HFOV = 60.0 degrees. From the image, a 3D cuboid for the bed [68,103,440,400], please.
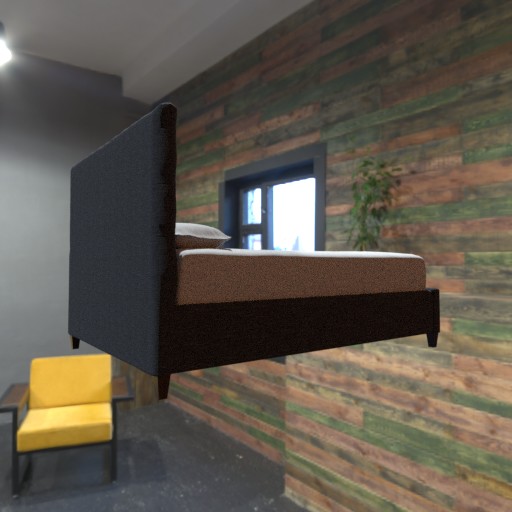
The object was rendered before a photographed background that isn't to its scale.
[{"bbox_3d":[0.000,0.000,3.462,2.387,1.427,1.698,1,-2,-36],"label":"bed"}]
